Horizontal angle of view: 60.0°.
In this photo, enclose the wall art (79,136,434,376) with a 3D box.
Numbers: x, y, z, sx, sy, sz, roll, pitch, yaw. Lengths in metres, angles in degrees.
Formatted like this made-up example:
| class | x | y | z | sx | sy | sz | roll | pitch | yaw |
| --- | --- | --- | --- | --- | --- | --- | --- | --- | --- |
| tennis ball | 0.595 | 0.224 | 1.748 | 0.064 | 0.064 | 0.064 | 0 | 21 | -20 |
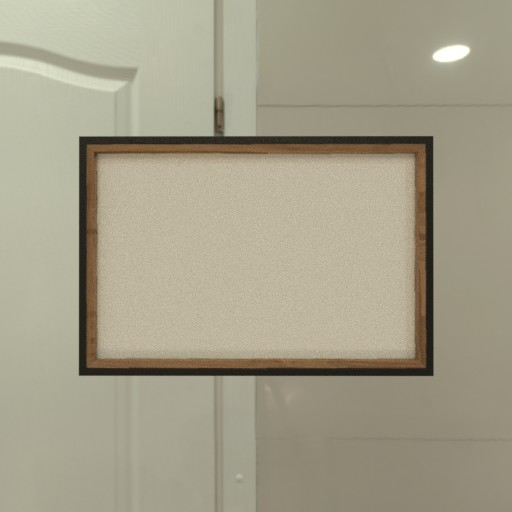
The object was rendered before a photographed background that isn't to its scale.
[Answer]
| class | x | y | z | sx | sy | sz | roll | pitch | yaw |
| --- | --- | --- | --- | --- | --- | --- | --- | --- | --- |
| wall art | 0.000 | 0.000 | 0.834 | 0.659 | 0.446 | 0.022 | 0 | 0 | 0 |
